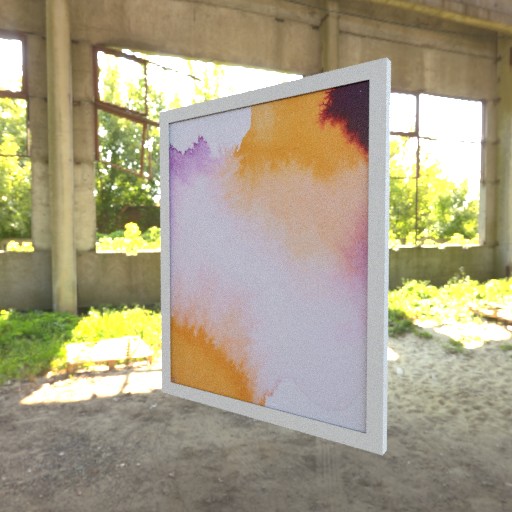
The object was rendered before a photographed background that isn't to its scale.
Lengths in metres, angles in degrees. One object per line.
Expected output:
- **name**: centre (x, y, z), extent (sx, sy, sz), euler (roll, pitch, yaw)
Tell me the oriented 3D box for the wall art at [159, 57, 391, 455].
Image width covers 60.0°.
- **wall art**: centre (0.000, 0.000, 1.105), extent (0.661, 0.811, 0.026), euler (1, 3, 35)
